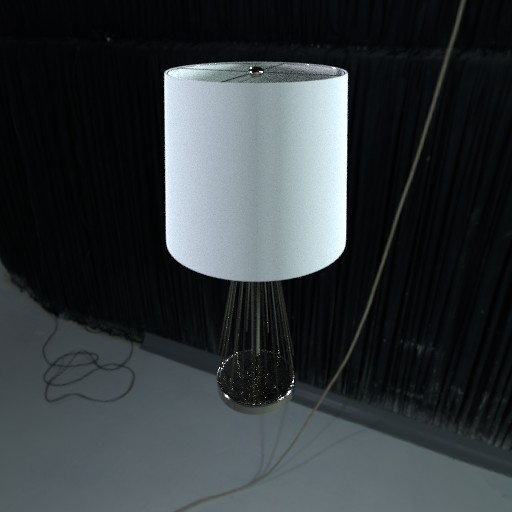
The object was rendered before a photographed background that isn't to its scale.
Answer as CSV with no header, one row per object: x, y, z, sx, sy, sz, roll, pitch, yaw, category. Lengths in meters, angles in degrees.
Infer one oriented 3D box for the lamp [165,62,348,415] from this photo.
0.000,0.000,0.781,0.303,0.618,0.303,0,29,0,lamp
